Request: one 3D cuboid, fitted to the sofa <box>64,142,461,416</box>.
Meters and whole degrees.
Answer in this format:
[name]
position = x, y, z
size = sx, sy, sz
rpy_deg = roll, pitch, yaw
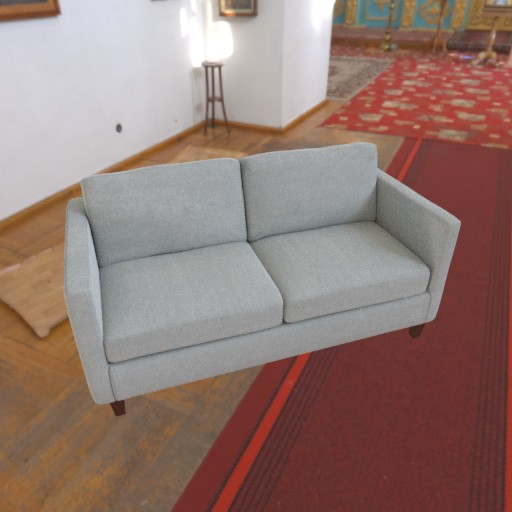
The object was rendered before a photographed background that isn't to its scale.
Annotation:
[sofa]
position = 0.000, 0.000, 2.440
size = 1.884, 0.963, 0.950
rpy_deg = -10, 33, -16
